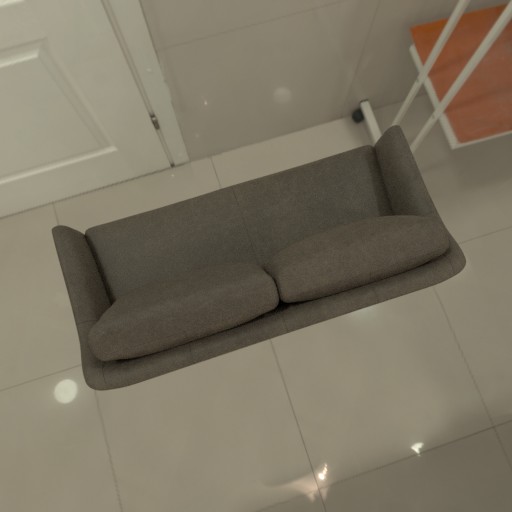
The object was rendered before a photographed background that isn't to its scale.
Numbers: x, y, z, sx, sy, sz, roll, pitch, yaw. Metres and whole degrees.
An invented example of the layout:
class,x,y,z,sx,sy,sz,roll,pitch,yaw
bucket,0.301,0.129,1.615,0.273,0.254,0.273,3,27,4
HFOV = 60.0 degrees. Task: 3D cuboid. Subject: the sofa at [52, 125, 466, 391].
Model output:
class,x,y,z,sx,sy,sz,roll,pitch,yaw
sofa,0.000,0.000,2.487,2.036,0.902,0.960,-17,76,-4
